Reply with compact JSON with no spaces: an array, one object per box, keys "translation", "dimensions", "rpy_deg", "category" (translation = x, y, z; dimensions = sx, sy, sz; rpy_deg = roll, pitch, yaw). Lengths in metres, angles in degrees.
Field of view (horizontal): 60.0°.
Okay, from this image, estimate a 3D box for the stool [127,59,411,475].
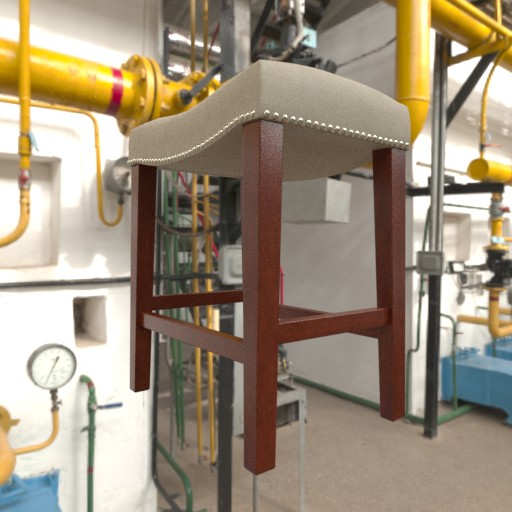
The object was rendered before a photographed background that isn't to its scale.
[{"translation":[0.000,0.000,0.943],"dimensions":[0.375,0.632,0.509],"rpy_deg":[-1,2,-37],"category":"stool"}]
